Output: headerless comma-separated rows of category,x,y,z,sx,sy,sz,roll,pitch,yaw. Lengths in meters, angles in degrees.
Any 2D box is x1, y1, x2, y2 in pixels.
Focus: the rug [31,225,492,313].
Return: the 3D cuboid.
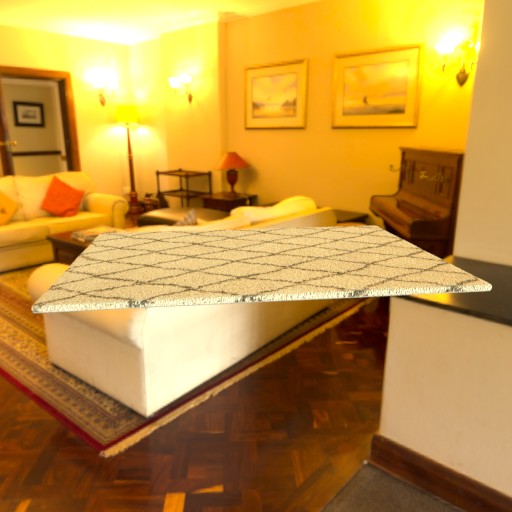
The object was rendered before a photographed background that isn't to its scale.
rug,0.000,0.000,2.264,1.778,0.030,1.219,-2,16,-7
